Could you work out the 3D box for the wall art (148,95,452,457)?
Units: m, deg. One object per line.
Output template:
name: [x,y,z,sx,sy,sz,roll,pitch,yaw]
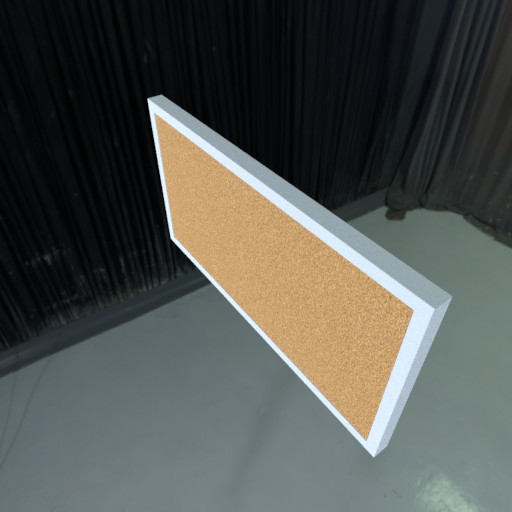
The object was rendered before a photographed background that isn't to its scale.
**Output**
wall art: [0.000,0.000,0.956,0.038,0.431,0.812,-26,48,-26]
